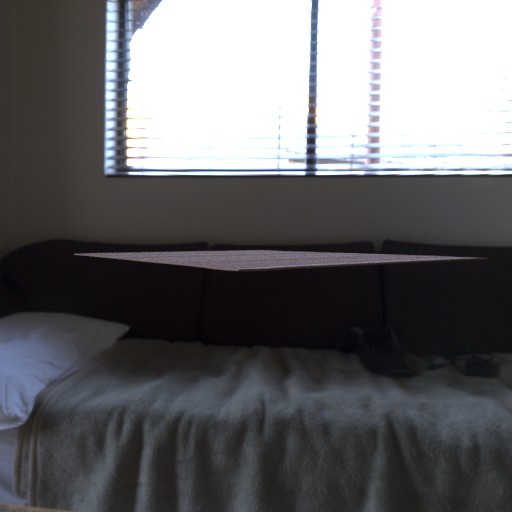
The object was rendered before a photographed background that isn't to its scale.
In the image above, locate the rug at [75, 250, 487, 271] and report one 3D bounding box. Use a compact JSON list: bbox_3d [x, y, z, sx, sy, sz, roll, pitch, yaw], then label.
[{"bbox_3d":[0.000,0.000,4.142,2.479,0.023,3.092,-2,3,-36],"label":"rug"}]
